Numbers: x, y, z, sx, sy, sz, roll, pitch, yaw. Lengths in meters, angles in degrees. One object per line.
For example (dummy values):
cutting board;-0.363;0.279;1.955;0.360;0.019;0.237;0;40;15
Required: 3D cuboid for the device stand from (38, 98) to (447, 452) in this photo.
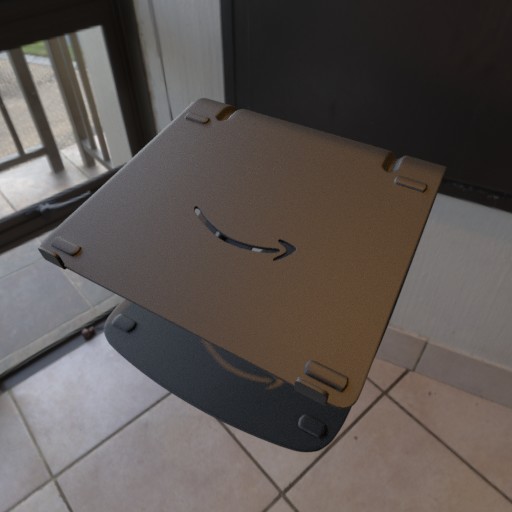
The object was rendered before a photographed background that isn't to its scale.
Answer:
device stand;0.000;0.000;0.389;0.256;0.155;0.236;23;50;21
